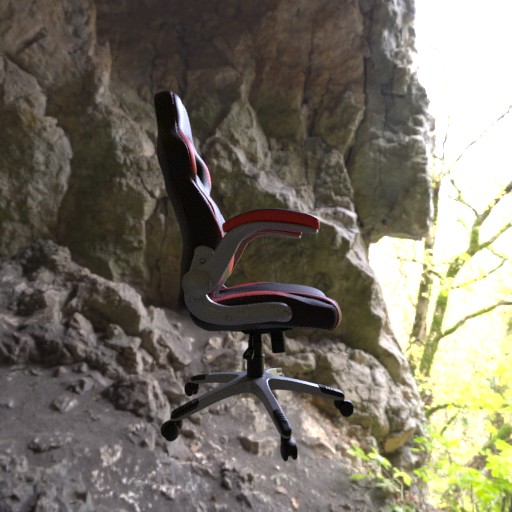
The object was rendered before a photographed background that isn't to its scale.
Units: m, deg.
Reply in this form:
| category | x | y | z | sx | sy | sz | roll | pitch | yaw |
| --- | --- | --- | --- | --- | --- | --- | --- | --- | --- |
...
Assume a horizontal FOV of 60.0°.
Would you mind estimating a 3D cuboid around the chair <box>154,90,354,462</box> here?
| category | x | y | z | sx | sy | sz | roll | pitch | yaw |
| --- | --- | --- | --- | --- | --- | --- | --- | --- | --- |
| chair | 0.000 | 0.000 | 1.616 | 0.712 | 1.165 | 0.758 | 0 | 1 | 1 |
